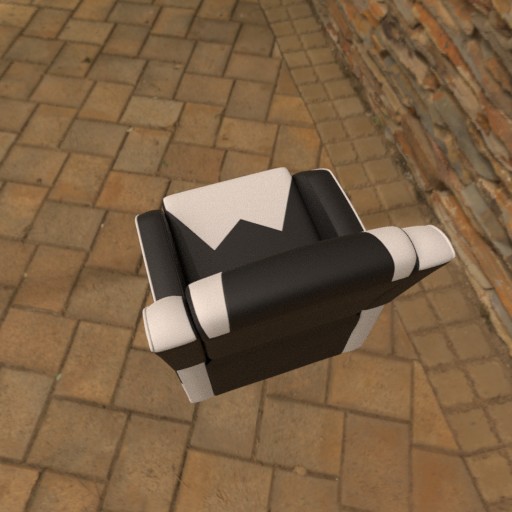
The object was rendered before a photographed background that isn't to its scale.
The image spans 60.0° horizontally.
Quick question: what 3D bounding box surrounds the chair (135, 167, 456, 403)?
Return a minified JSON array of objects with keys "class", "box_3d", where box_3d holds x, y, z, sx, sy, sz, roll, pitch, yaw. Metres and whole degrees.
[{"class":"chair","box_3d":[0.000,0.000,1.282,0.620,0.805,0.672,-16,60,-10]}]
